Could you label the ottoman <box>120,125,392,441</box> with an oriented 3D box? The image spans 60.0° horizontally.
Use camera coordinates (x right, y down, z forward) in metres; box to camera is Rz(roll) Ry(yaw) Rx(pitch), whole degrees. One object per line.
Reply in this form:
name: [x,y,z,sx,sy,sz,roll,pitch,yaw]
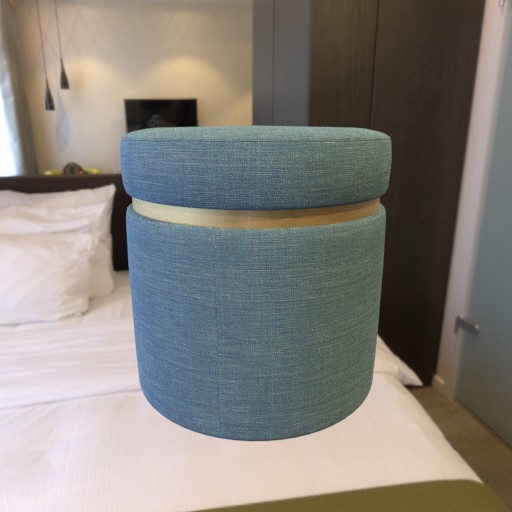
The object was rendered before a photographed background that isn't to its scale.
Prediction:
ottoman: [0.000,0.000,0.719,0.398,0.406,0.398,0,16,0]
